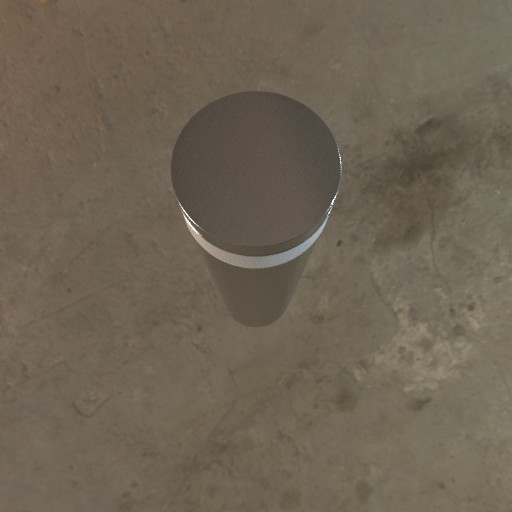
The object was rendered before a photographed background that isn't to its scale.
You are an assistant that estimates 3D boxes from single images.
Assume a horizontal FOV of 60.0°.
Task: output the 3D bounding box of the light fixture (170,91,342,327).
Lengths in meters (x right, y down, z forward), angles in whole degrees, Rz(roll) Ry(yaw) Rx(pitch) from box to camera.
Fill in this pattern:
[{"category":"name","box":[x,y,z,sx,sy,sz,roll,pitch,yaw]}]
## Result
[{"category":"light fixture","box":[0.000,0.000,0.451,0.102,0.400,0.102,36,78,9]}]
